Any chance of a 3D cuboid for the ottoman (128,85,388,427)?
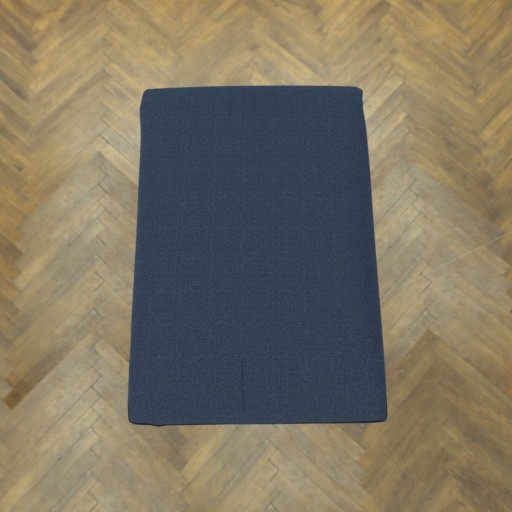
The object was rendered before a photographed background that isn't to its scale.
[{"bbox_3d":[0.000,0.000,1.121,0.558,0.486,0.767,-1,77,0],"label":"ottoman"}]
